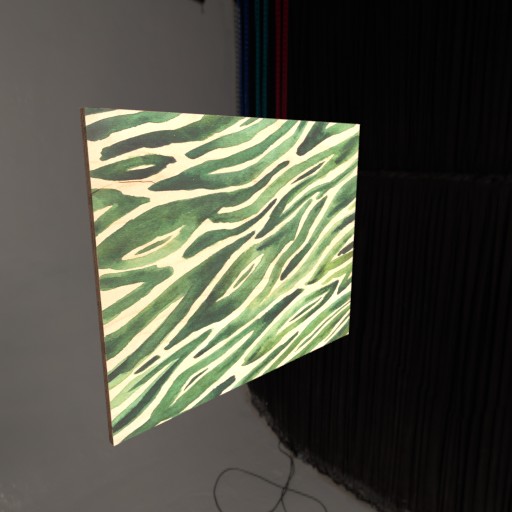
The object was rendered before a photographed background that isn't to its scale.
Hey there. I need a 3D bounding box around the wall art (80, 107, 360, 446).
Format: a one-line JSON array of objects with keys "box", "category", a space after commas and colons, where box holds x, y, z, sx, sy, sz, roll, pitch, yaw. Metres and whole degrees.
[{"box": [0.000, 0.000, 0.686, 0.508, 0.408, 0.012, -13, 19, -42], "category": "wall art"}]
